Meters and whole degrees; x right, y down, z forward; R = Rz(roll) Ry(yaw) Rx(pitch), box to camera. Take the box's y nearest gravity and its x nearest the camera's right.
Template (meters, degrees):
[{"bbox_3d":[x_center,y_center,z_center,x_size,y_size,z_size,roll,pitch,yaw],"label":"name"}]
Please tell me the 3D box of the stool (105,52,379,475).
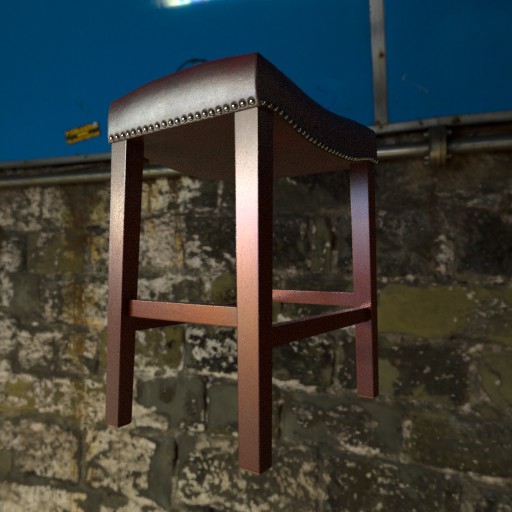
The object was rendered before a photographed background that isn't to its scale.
[{"bbox_3d":[0.000,0.000,0.960,0.372,0.657,0.504,-1,-1,35],"label":"stool"}]
